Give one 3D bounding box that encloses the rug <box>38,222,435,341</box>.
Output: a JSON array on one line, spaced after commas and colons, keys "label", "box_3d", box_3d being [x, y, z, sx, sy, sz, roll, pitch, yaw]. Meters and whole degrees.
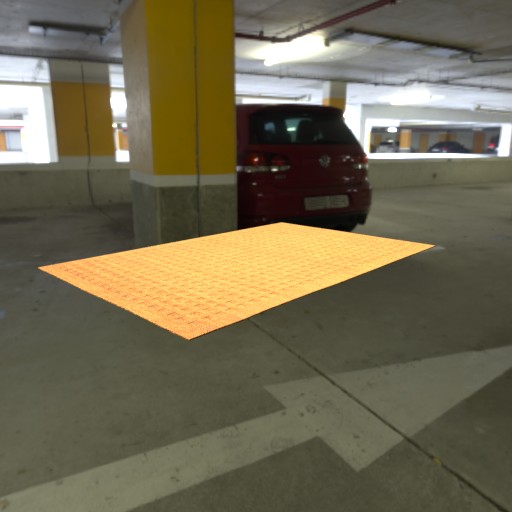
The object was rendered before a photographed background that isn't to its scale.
[{"label": "rug", "box_3d": [0.000, 0.000, 2.287, 1.143, 0.006, 1.747, 13, 19, 42]}]
